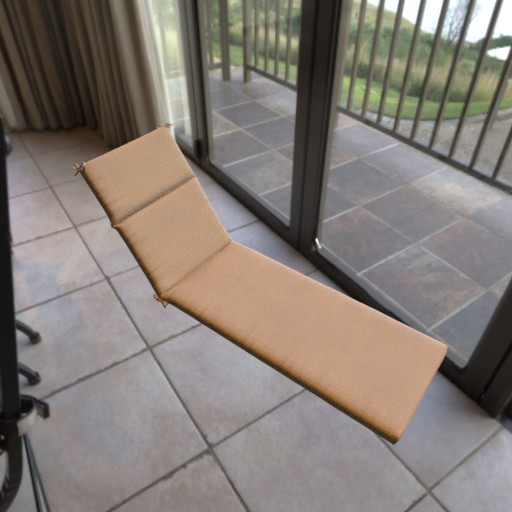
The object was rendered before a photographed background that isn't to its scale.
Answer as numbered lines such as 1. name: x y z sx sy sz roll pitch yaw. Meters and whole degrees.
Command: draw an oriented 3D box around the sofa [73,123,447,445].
1. sofa: 0.000 0.000 1.934 1.663 0.622 0.582 26 47 27
